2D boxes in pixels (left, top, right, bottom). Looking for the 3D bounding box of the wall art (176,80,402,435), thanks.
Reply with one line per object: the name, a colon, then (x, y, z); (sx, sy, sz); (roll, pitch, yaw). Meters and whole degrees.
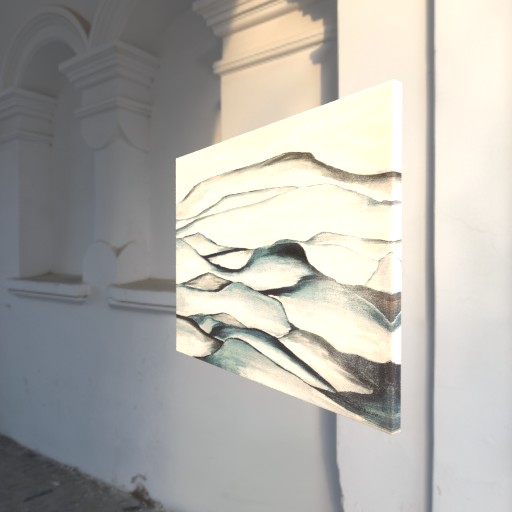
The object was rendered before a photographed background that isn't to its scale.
wall art: (0.000, 0.000, 1.635); (0.039, 0.915, 1.219); (0, 1, -37)
